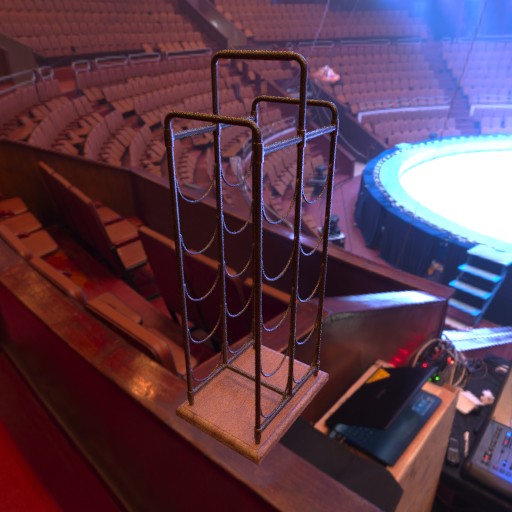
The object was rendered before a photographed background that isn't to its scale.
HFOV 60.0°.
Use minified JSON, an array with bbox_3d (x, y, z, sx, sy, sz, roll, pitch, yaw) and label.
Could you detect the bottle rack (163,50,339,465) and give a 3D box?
[{"bbox_3d":[0.000,0.000,0.808,0.208,0.680,0.276,17,31,31],"label":"bottle rack"}]
